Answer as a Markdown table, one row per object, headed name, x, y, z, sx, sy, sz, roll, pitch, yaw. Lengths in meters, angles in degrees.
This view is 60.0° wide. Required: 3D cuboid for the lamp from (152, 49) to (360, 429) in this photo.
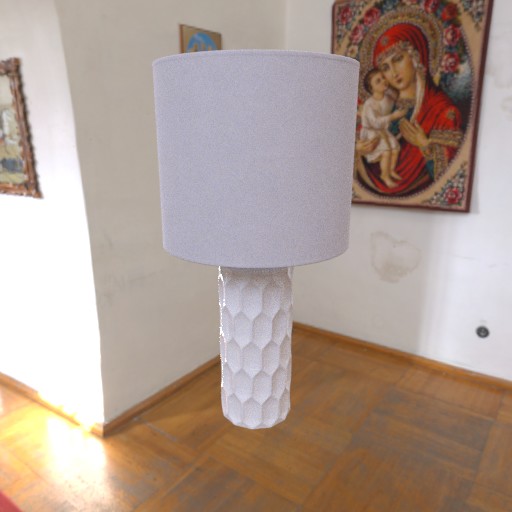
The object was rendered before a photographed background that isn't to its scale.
| name | x | y | z | sx | sy | sz | roll | pitch | yaw |
| --- | --- | --- | --- | --- | --- | --- | --- | --- | --- |
| lamp | 0.000 | 0.000 | 0.678 | 0.277 | 0.537 | 0.277 | -2 | 16 | -8 |
